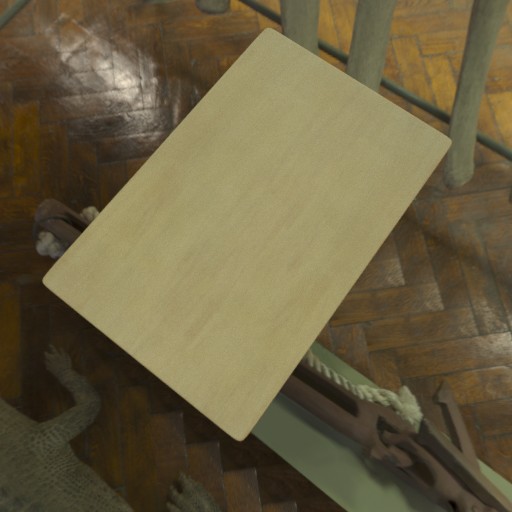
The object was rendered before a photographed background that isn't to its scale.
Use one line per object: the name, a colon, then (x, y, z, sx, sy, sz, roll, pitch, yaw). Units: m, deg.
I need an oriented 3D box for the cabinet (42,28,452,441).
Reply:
cabinet: (0.000, 0.000, 1.285, 0.503, 0.762, 0.763, 36, 78, 9)
